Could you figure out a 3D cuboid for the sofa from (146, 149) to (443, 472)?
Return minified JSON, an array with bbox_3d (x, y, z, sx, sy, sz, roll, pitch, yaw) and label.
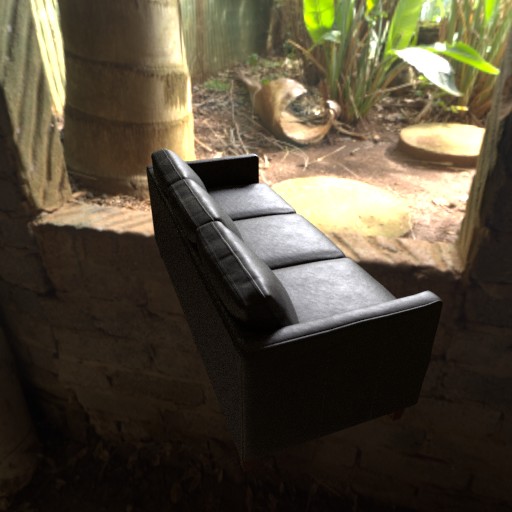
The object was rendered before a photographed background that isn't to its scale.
[{"bbox_3d":[0.000,0.000,2.999,1.045,1.006,2.464,-11,31,-18],"label":"sofa"}]
